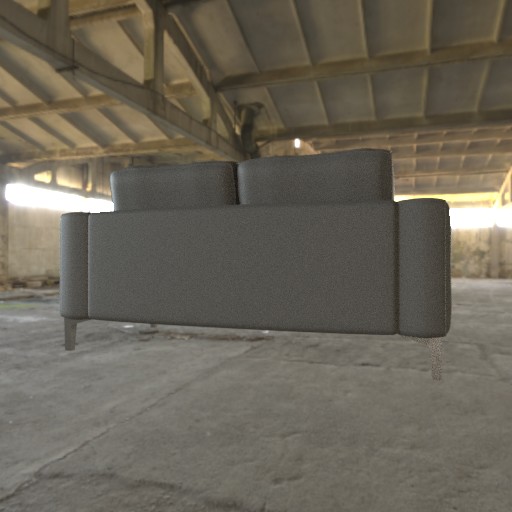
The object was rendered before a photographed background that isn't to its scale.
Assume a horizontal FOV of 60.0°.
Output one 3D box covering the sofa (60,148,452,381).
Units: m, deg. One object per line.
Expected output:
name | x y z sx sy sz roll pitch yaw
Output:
sofa | 0.000 0.000 2.198 1.726 0.893 0.833 0 0 18
